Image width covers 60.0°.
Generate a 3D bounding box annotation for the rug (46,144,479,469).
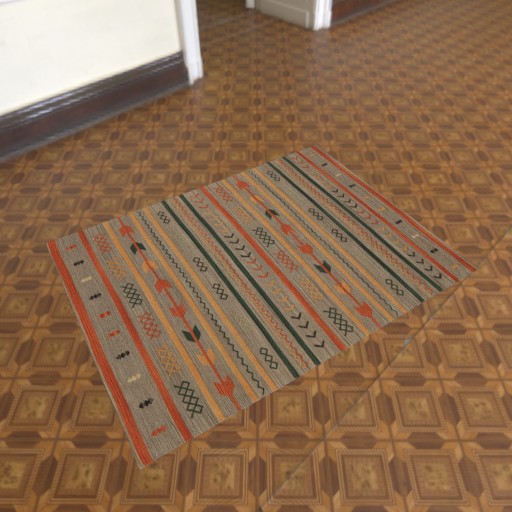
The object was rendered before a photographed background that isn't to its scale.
[{"bbox_3d":[0.000,0.000,3.836,3.029,0.022,2.263,-24,51,-22],"label":"rug"}]
